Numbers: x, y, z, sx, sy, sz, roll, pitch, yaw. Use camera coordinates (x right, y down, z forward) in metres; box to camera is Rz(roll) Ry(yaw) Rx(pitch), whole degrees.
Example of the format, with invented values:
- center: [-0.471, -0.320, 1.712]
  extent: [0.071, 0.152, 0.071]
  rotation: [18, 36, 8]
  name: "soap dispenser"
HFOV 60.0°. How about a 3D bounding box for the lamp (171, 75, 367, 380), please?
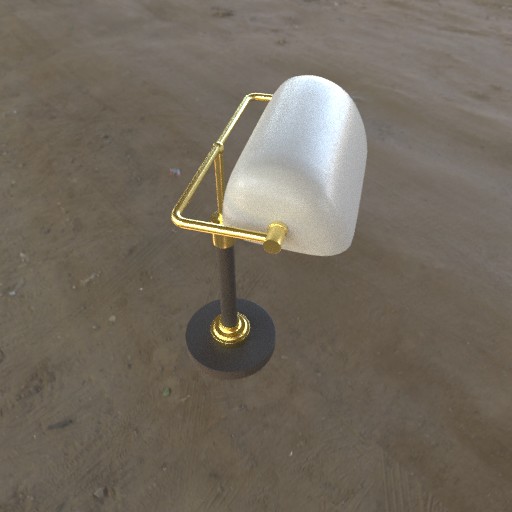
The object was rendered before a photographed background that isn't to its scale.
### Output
- center: [0.000, 0.000, 0.567]
  extent: [0.227, 0.404, 0.269]
  rotation: [11, 46, 11]
  name: "lamp"
